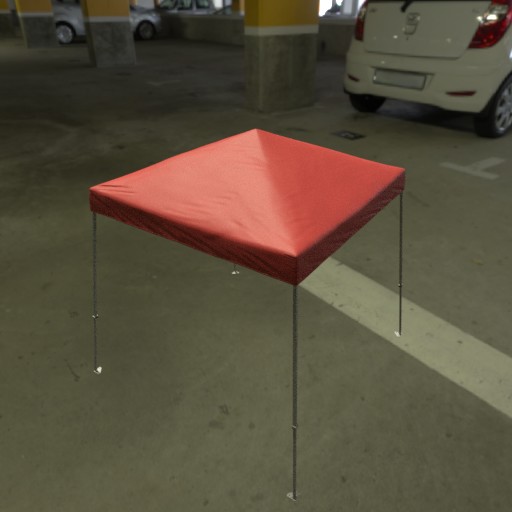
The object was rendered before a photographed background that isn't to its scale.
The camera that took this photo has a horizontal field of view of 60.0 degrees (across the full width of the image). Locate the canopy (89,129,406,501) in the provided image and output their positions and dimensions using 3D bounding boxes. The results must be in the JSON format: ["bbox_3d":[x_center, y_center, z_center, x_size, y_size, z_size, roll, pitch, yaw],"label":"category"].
[{"bbox_3d":[0.000,0.000,5.023,2.849,2.849,2.848,19,35,30],"label":"canopy"}]
